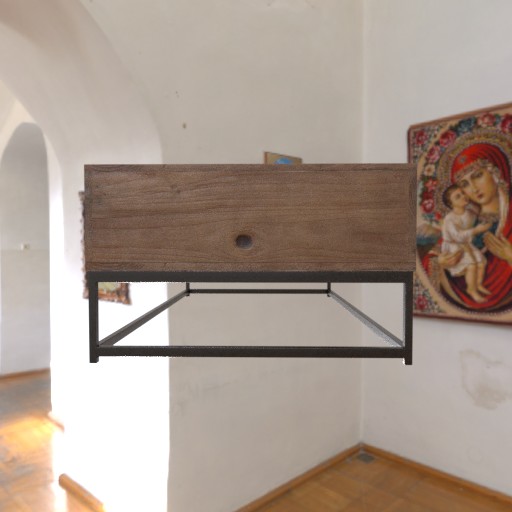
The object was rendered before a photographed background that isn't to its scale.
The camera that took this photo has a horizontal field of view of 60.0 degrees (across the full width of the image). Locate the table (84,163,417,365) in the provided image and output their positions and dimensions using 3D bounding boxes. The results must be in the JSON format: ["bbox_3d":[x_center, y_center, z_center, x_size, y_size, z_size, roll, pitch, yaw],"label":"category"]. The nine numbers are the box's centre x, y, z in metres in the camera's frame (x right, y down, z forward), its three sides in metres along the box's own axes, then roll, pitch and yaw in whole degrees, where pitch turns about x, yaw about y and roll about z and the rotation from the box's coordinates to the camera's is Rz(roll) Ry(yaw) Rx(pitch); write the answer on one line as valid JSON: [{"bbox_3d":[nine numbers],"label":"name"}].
[{"bbox_3d":[0.000,0.000,1.419,0.655,0.395,1.101,0,2,1],"label":"table"}]
